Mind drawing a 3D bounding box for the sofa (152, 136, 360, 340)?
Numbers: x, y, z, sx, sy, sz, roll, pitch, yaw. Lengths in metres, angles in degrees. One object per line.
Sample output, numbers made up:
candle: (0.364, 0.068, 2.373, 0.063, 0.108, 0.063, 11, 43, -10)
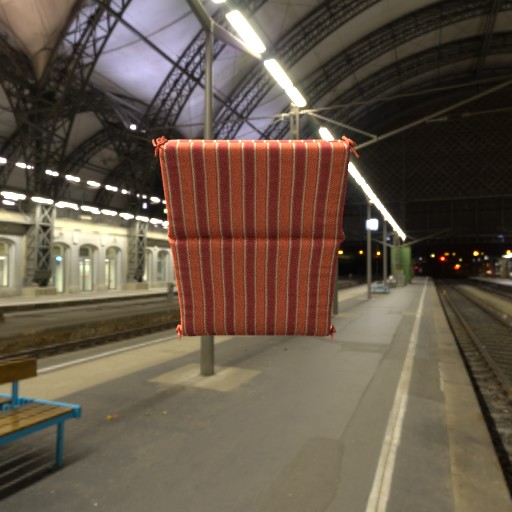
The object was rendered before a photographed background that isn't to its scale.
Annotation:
sofa: (0.000, 0.000, 1.981, 0.582, 0.622, 1.663, 0, -2, 0)
